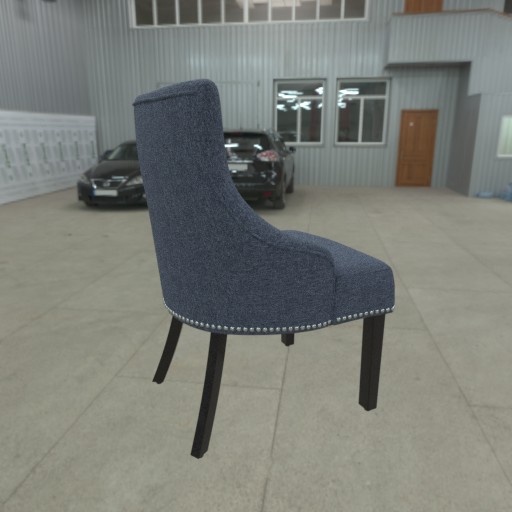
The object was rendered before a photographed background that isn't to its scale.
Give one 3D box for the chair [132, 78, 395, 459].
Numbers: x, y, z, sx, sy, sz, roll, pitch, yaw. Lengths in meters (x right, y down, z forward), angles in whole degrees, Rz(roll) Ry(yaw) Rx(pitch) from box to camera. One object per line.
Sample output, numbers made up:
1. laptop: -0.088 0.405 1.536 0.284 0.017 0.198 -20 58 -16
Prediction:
1. chair: 0.000 0.000 1.308 0.629 0.909 0.566 -8 17 -26
